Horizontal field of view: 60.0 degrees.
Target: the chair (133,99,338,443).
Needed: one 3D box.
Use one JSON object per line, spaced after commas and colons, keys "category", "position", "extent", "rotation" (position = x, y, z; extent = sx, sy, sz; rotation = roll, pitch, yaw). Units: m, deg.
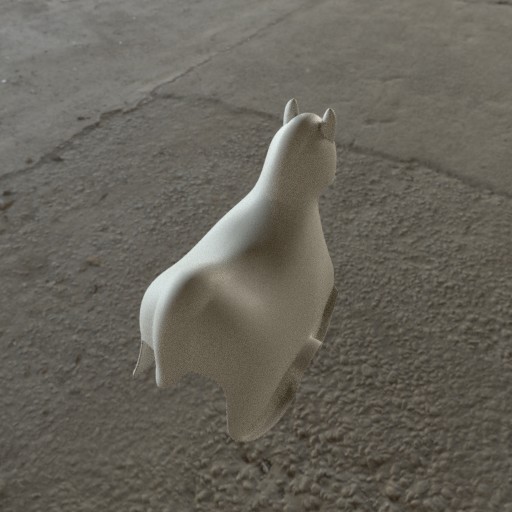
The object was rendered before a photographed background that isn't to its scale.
{"category": "chair", "position": [0.000, 0.000, 1.152], "extent": [0.429, 0.612, 0.800], "rotation": [23, 49, 22]}
